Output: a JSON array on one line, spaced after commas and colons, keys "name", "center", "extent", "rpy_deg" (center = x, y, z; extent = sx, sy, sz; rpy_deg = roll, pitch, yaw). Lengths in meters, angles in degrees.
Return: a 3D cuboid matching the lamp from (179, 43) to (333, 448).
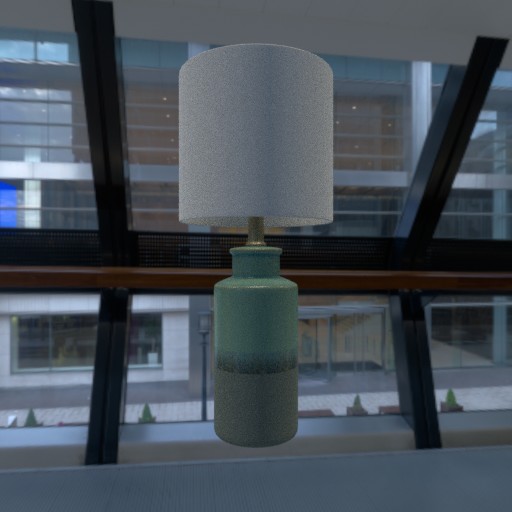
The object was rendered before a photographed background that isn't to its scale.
[{"name": "lamp", "center": [0.000, 0.000, 0.620], "extent": [0.212, 0.493, 0.212], "rpy_deg": [0, 0, 36]}]
